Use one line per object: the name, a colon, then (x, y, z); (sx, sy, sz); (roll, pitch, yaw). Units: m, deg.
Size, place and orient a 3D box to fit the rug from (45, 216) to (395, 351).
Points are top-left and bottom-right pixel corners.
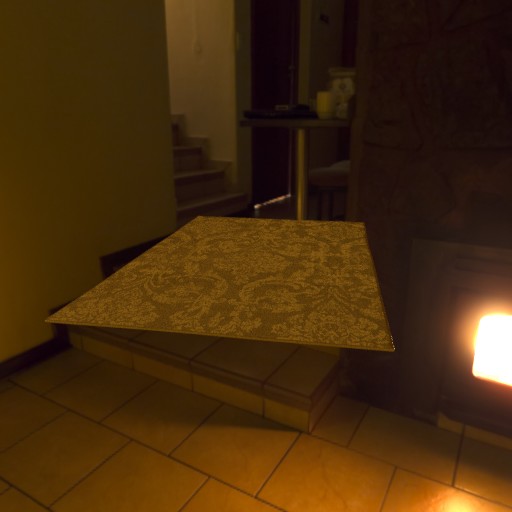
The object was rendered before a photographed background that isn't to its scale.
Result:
rug: (0.000, 0.000, 2.337); (1.206, 0.012, 1.824); (3, 17, 10)
